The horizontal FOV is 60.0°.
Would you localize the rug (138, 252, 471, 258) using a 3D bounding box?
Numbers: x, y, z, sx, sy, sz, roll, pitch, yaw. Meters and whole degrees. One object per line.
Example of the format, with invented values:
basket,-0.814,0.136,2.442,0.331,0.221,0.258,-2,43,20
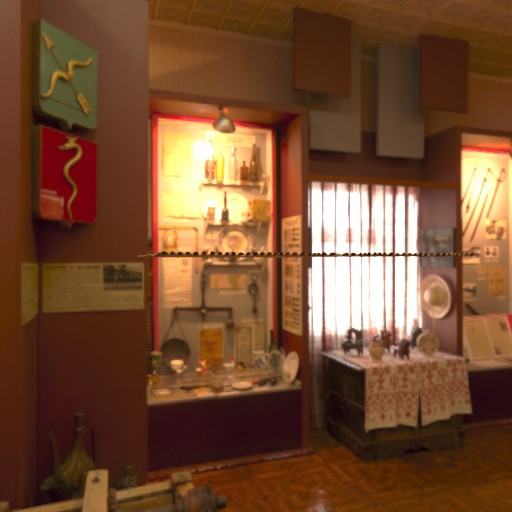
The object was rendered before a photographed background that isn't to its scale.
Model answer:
rug,0.000,0.000,3.103,1.530,0.025,2.431,0,0,-17
